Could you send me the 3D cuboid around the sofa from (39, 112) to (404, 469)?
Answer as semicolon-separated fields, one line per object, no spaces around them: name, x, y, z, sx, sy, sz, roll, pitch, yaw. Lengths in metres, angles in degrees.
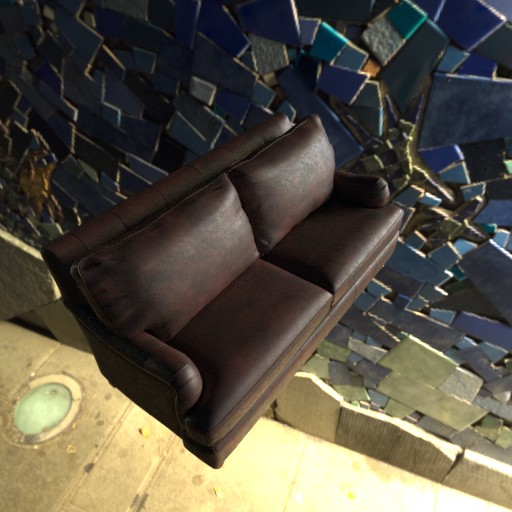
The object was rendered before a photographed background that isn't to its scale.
sofa;0.000;0.000;2.793;1.147;1.071;2.144;27;48;27
